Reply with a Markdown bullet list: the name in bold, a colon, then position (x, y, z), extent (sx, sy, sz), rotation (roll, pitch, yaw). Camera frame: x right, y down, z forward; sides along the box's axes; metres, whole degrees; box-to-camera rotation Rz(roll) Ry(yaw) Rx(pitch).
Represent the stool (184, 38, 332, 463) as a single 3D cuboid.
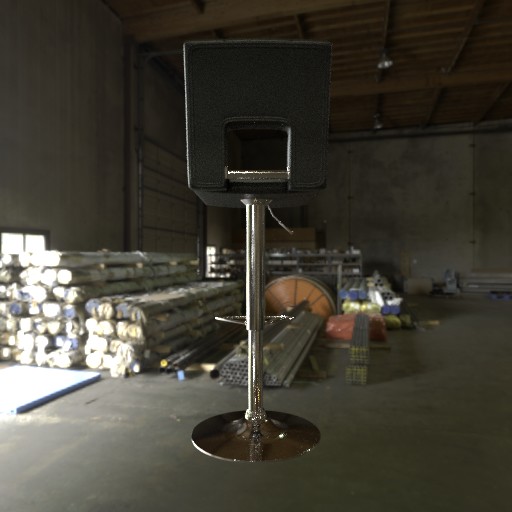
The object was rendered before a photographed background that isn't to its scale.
- **stool**: position (0.000, 0.000, 1.401), extent (0.415, 1.151, 0.520), rotation (0, 0, 0)
